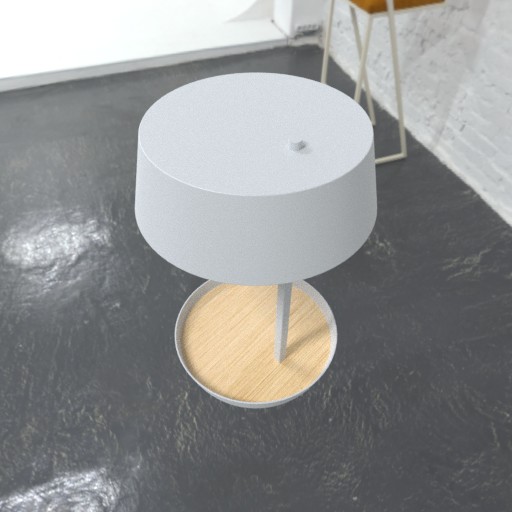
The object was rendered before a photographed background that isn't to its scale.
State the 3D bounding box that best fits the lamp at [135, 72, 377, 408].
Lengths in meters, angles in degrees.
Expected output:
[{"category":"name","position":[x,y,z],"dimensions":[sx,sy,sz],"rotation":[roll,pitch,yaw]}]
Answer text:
[{"category":"lamp","position":[0.000,0.000,0.620],"dimensions":[0.291,0.429,0.291],"rotation":[0,46,0]}]
